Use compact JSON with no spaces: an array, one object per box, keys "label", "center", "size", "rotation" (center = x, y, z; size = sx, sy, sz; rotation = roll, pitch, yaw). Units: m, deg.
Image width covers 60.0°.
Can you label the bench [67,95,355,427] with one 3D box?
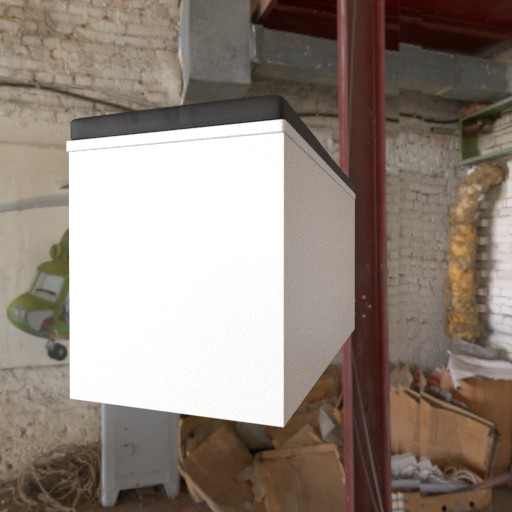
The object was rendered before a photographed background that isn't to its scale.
[{"label":"bench","center":[0.000,0.000,1.141],"size":[0.401,0.500,0.899],"rotation":[0,1,19]}]
